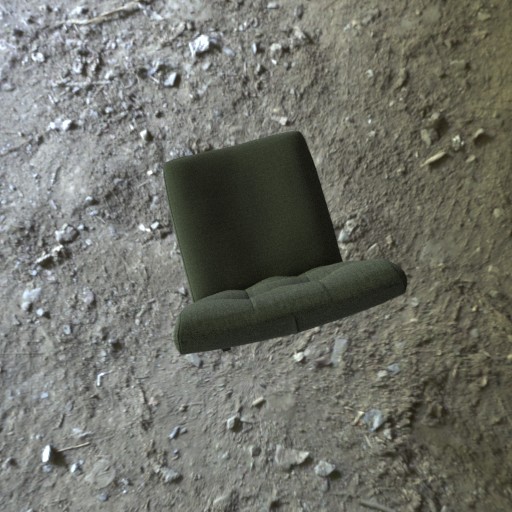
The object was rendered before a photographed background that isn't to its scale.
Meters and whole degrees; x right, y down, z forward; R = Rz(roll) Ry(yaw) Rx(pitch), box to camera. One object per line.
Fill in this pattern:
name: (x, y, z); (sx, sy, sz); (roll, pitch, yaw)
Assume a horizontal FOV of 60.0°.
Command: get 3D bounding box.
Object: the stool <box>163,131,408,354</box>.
stool: (0.000, 0.000, 1.288); (0.411, 1.047, 0.548); (-15, 76, -4)
